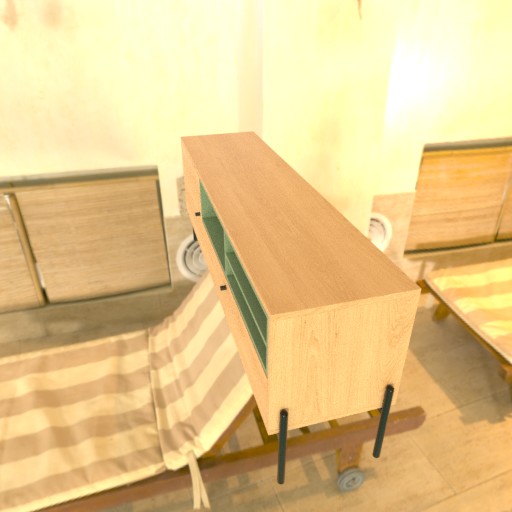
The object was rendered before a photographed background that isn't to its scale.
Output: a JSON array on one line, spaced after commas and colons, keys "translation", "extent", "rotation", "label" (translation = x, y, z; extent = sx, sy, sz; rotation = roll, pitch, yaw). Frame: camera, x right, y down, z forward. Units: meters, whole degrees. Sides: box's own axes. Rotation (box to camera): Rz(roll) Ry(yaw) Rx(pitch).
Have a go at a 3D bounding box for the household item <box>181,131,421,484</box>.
[{"translation": [0.000, 0.000, 1.796], "extent": [0.400, 0.600, 1.550], "rotation": [-8, 31, -14], "label": "household item"}]
